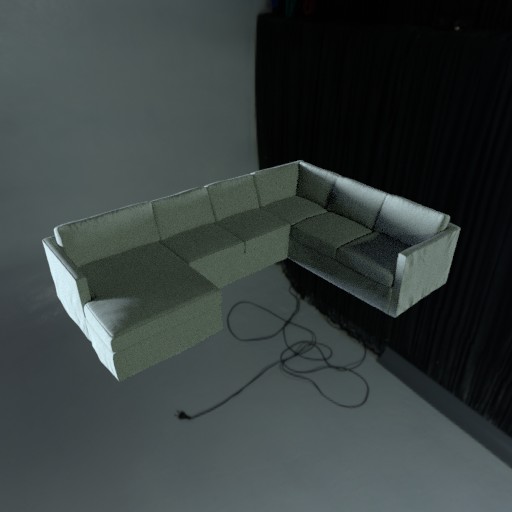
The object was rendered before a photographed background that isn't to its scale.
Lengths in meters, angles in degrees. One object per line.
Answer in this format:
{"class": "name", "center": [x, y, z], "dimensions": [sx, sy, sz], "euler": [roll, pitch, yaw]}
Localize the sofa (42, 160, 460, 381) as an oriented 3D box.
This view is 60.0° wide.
{"class": "sofa", "center": [0.000, 0.000, 4.517], "dimensions": [3.434, 0.869, 2.440], "euler": [-22, 37, -33]}
